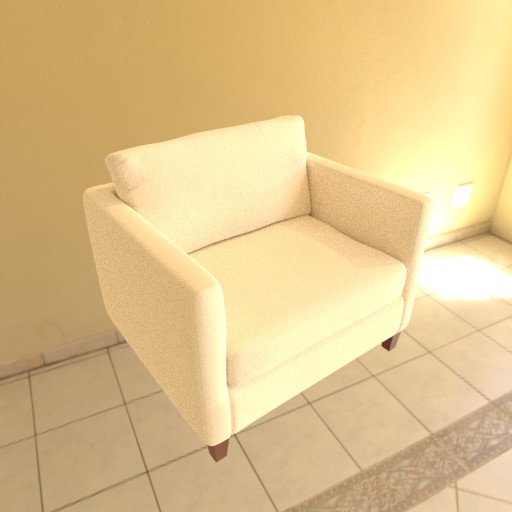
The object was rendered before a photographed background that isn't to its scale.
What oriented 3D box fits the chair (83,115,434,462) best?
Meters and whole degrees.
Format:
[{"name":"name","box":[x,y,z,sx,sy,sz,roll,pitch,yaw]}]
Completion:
[{"name":"chair","box":[0.000,0.000,1.733,1.019,0.885,0.878,-21,36,-31]}]
